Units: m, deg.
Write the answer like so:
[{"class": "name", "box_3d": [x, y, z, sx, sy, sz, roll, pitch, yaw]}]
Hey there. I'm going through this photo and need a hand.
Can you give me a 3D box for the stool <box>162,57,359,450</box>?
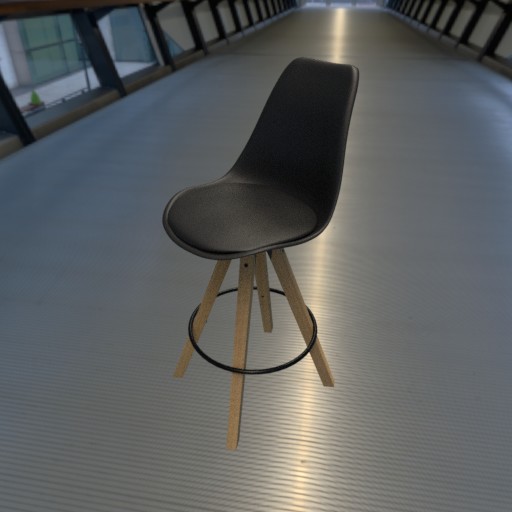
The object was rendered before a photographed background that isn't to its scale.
[{"class": "stool", "box_3d": [0.000, 0.000, 1.422, 0.550, 1.115, 0.485, -21, 38, -30]}]
